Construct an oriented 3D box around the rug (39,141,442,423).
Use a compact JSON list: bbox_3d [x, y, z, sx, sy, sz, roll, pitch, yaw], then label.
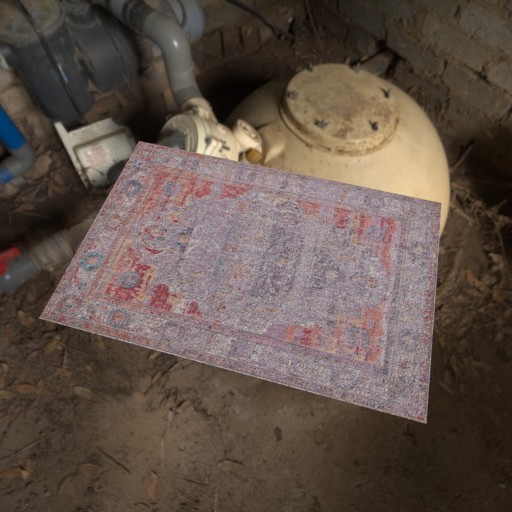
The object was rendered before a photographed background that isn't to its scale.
[{"bbox_3d":[0.000,0.000,2.307,1.829,0.005,1.219,13,60,8],"label":"rug"}]
